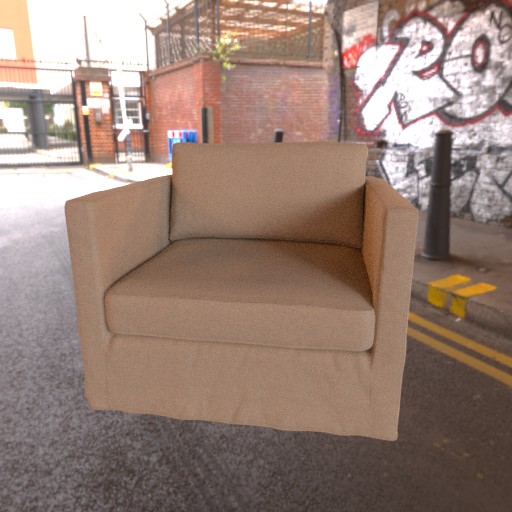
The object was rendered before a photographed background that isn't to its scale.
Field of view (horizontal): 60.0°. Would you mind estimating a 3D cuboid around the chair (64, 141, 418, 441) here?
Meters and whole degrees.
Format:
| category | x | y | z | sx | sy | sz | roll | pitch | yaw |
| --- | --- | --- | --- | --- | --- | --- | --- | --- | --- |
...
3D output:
| category | x | y | z | sx | sy | sz | roll | pitch | yaw |
| --- | --- | --- | --- | --- | --- | --- | --- | --- | --- |
| chair | 0.000 | 0.000 | 1.744 | 1.057 | 0.867 | 0.949 | 3 | 16 | 9 |
